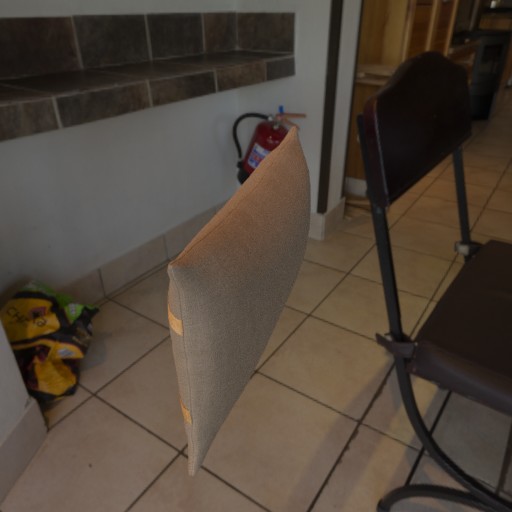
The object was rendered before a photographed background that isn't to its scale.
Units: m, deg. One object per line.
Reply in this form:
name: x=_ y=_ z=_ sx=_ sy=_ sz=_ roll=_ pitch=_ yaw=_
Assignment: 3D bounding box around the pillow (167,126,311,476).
pillow: x=0.000 y=0.000 z=0.739 sx=0.148 sy=0.308 sz=0.612 roll=8 pitch=30 yaw=13
